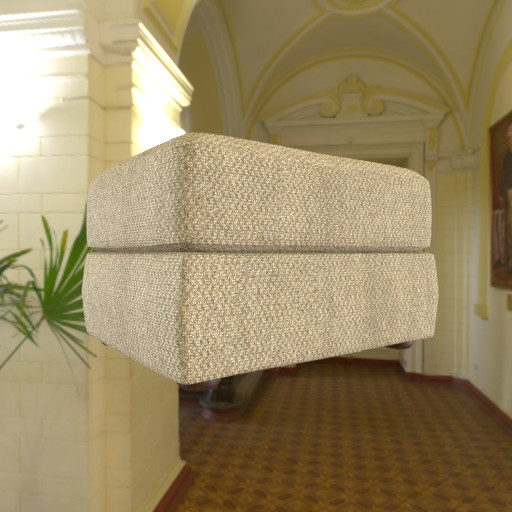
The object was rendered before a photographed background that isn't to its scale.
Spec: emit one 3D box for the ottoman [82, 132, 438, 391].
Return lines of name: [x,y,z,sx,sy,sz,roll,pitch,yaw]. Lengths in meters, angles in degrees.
ottoman: [0.000,0.000,1.159,0.751,0.476,0.603,0,1,-36]
